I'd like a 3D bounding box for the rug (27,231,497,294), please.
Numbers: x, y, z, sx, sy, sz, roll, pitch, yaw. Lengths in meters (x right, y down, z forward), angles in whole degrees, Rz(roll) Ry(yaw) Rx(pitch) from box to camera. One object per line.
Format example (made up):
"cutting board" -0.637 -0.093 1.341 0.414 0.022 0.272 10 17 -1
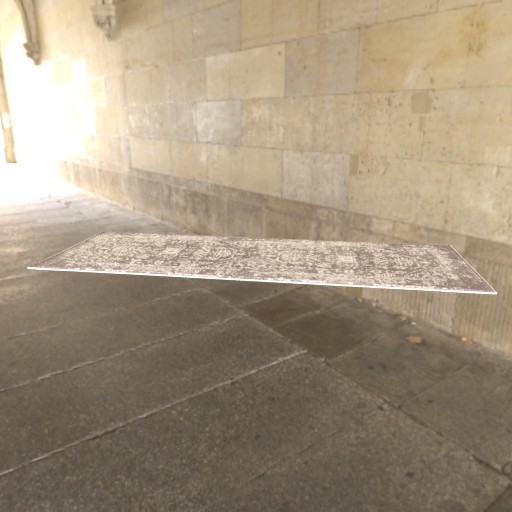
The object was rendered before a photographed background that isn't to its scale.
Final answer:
"rug" 0.000 0.000 2.687 2.452 0.017 0.855 3 17 8
